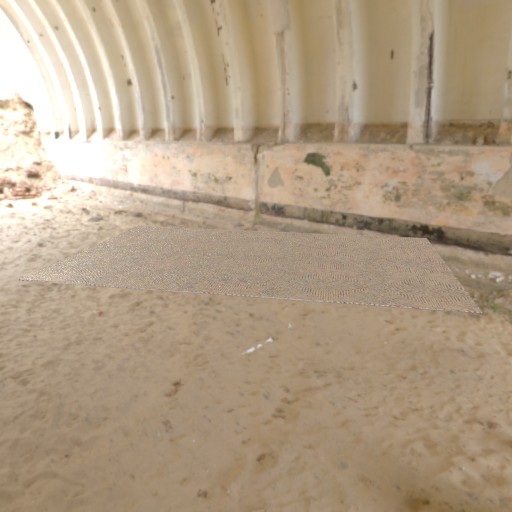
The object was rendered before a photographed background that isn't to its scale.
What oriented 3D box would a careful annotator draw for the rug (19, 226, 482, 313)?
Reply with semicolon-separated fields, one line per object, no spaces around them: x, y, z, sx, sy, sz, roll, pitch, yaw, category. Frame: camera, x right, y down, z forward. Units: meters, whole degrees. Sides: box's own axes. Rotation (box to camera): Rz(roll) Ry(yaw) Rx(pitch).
0.000;0.000;2.987;2.428;0.007;1.519;3;16;11;rug
